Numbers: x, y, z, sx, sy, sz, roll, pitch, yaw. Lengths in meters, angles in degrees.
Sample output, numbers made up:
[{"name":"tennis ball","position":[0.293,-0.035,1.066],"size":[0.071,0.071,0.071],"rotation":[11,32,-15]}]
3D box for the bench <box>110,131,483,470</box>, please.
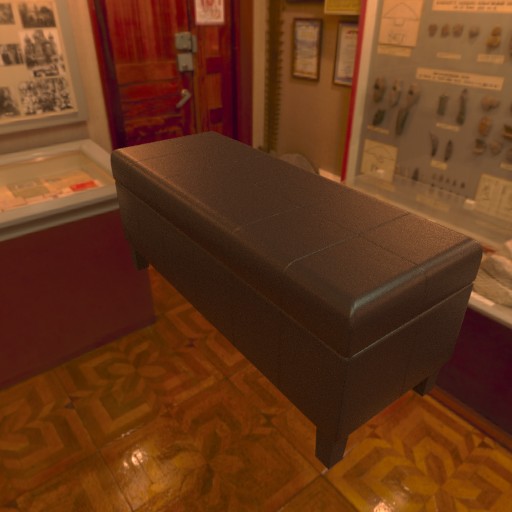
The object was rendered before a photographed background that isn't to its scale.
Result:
[{"name":"bench","position":[0.000,0.000,1.322],"size":[0.429,0.457,1.092],"rotation":[-21,37,-31]}]
